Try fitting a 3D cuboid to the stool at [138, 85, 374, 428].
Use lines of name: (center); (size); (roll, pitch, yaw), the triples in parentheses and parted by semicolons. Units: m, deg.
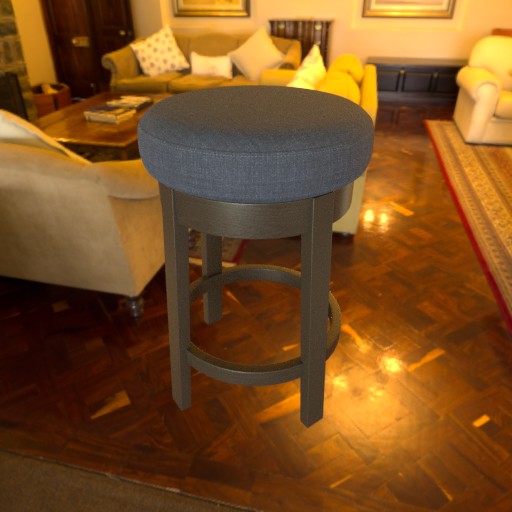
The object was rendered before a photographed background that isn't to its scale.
stool: (0.000, 0.000, 0.967); (0.449, 0.655, 0.449); (0, 31, 0)
